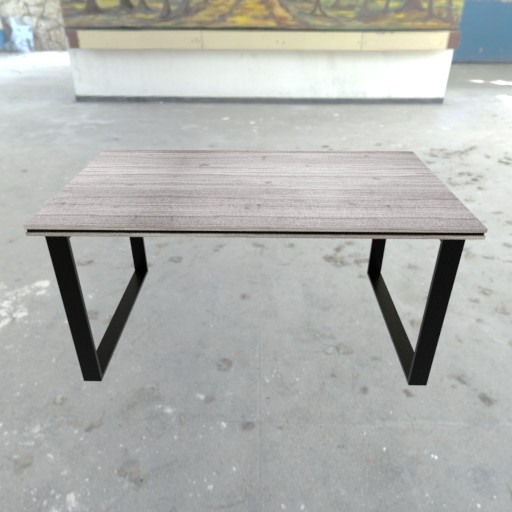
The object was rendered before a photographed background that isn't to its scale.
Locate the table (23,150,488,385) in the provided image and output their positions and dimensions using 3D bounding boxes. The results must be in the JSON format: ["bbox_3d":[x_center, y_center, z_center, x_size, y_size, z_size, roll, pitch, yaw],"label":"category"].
[{"bbox_3d":[0.000,0.000,2.071,1.579,0.736,0.881,0,30,1],"label":"table"}]
